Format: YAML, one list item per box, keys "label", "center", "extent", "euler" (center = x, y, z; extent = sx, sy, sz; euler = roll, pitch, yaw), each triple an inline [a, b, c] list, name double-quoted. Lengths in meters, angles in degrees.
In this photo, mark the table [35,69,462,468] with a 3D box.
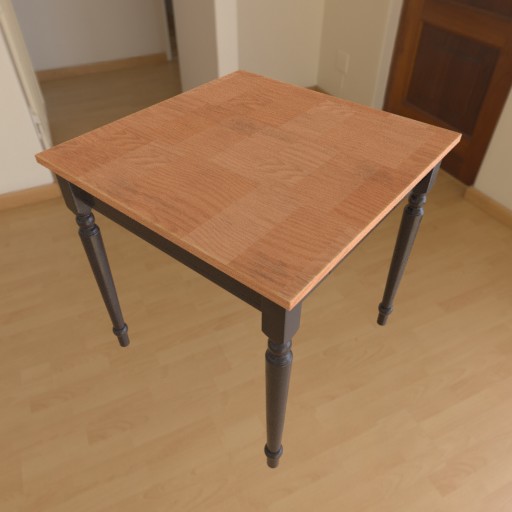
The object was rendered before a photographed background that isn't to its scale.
- label: "table"
  center: [0.000, 0.000, 1.334]
  extent: [0.747, 0.738, 0.747]
  euler: [28, 49, 28]
